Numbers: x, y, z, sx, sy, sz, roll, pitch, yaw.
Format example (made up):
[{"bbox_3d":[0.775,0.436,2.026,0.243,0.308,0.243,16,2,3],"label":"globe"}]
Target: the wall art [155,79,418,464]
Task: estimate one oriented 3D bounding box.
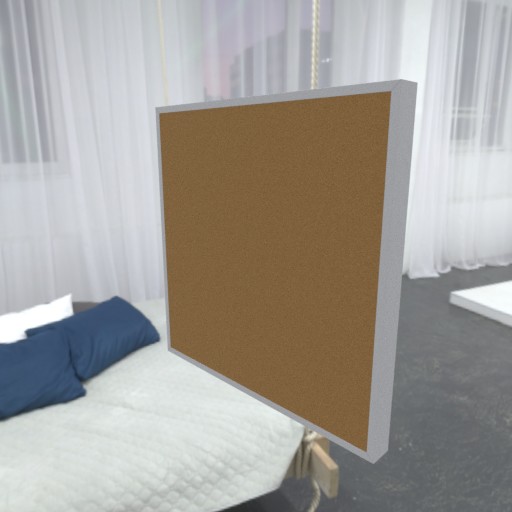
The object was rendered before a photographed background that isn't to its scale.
[{"bbox_3d":[0.000,0.000,0.753,0.040,0.509,0.509,-13,19,-43],"label":"wall art"}]
